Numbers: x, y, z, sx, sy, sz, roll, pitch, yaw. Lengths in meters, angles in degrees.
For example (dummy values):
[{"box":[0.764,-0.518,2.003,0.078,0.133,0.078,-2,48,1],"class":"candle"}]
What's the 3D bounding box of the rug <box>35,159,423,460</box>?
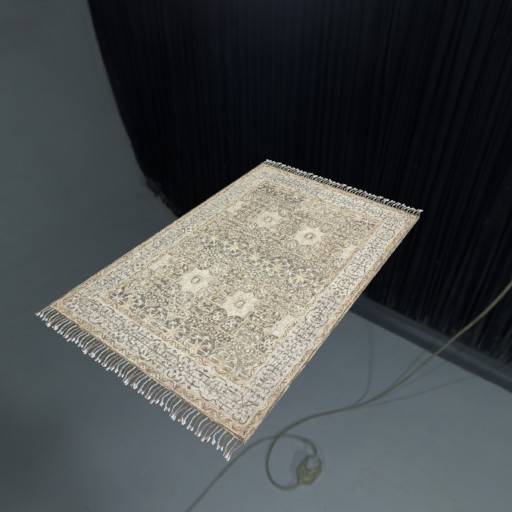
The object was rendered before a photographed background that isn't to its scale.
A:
[{"box":[0.000,0.000,2.530,1.237,0.010,2.029,25,46,27],"class":"rug"}]
